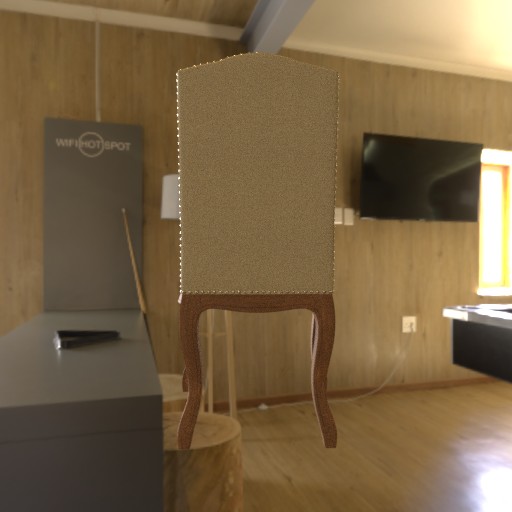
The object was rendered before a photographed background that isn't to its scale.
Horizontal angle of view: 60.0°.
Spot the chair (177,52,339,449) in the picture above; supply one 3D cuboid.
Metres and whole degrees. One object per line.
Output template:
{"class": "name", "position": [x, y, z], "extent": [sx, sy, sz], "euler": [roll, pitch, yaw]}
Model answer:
{"class": "chair", "position": [0.000, 0.000, 1.601], "extent": [0.623, 1.165, 0.715], "euler": [0, 0, -1]}
